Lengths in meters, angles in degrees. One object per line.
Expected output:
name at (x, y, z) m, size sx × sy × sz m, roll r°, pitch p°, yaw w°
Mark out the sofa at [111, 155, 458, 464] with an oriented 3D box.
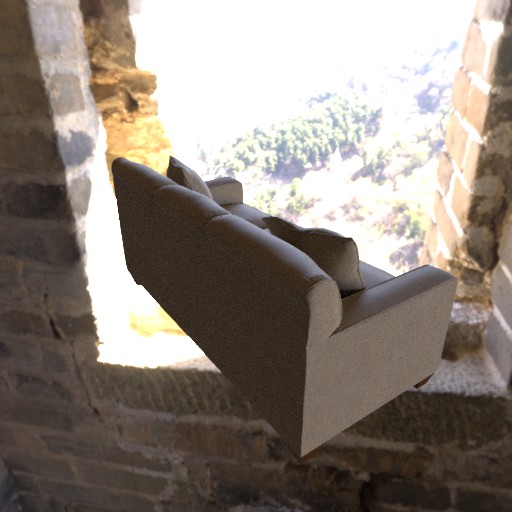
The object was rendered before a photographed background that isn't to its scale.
sofa at (0.000, 0.000, 2.637) m, size 0.997 × 0.958 × 2.024 m, roll -17°, pitch 31°, yaw -31°
